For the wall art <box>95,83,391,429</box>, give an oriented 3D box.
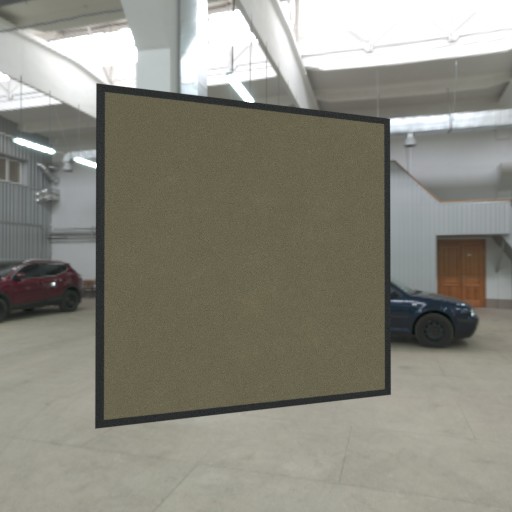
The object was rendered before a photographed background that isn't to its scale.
[{"bbox_3d":[0.000,0.000,0.749,0.509,0.507,0.037,0,-1,-19],"label":"wall art"}]
